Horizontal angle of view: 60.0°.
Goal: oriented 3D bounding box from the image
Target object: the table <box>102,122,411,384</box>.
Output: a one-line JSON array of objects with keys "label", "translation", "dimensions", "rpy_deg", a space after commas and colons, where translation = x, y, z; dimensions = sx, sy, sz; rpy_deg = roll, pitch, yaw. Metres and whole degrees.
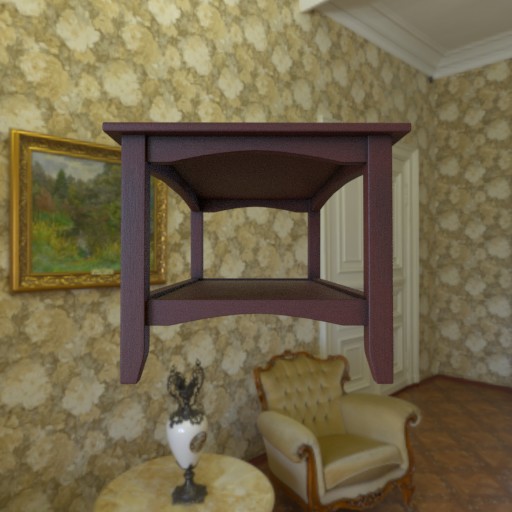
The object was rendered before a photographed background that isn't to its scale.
[{"label": "table", "translation": [0.000, 0.000, 1.231], "dimensions": [0.533, 0.456, 0.943], "rpy_deg": [0, 0, 0]}]
